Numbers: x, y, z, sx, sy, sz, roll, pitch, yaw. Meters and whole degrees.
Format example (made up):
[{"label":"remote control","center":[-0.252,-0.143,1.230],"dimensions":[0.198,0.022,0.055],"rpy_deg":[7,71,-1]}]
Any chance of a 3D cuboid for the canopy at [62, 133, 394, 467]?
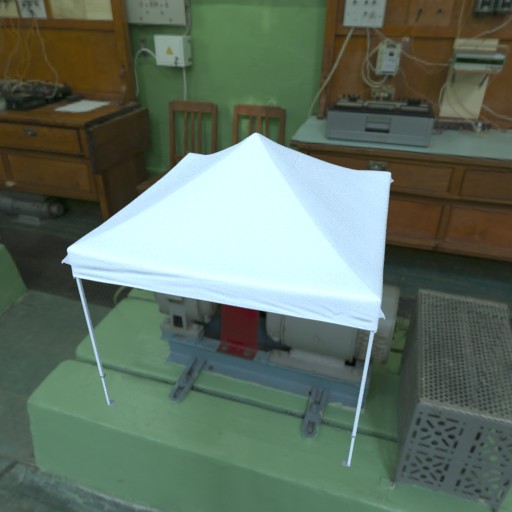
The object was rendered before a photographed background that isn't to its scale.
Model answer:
[{"label":"canopy","center":[0.000,0.000,5.384],"dimensions":[2.994,2.998,2.996],"rpy_deg":[9,33,14]}]
